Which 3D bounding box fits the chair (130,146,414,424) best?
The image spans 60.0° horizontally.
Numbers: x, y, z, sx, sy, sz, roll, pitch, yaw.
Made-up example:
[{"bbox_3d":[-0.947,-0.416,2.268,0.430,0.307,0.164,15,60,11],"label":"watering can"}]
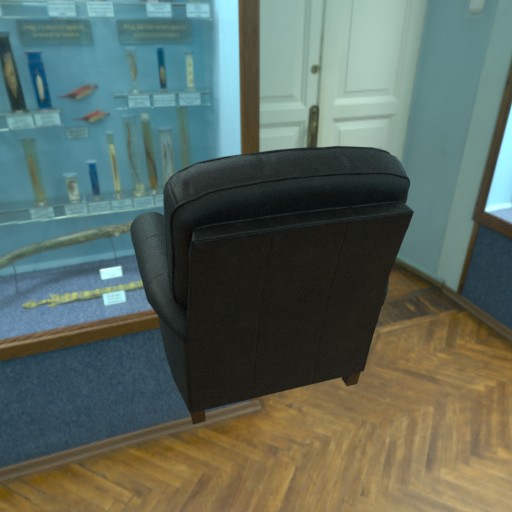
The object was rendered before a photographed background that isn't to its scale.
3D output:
[{"bbox_3d":[0.000,0.000,1.787,0.936,1.018,0.986,-8,29,-16],"label":"chair"}]
